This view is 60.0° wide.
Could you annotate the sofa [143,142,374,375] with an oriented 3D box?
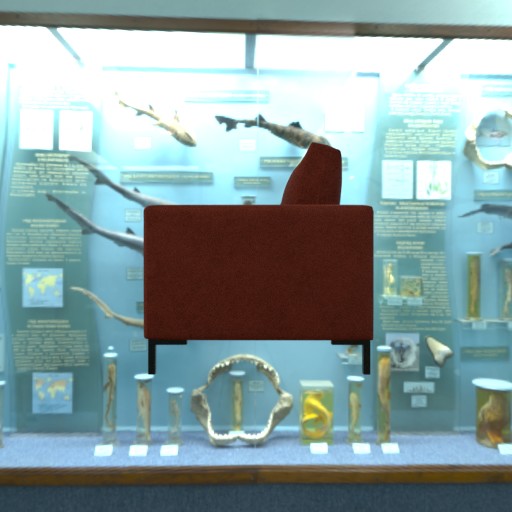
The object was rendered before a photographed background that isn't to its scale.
[{"bbox_3d":[0.000,0.000,2.725,0.875,0.879,2.252,0,0,0],"label":"sofa"}]
